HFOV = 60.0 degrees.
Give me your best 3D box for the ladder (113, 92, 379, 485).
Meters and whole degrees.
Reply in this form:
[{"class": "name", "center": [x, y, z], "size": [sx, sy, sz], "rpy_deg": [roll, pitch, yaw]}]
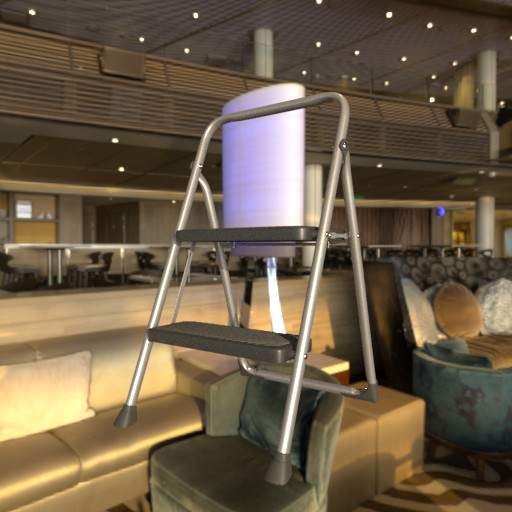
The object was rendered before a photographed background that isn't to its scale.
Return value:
[{"class": "ladder", "center": [0.000, 0.000, 1.011], "size": [0.430, 0.720, 0.472], "rpy_deg": [1, 1, 35]}]
